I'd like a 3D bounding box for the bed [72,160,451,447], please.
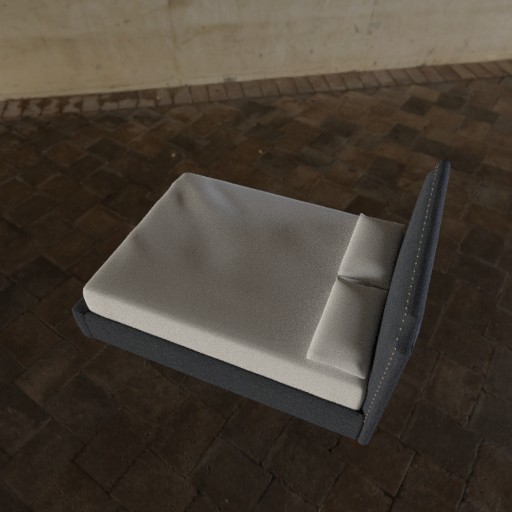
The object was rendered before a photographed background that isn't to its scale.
[{"bbox_3d":[0.000,0.000,3.416,2.372,1.443,1.713,17,49,15],"label":"bed"}]
